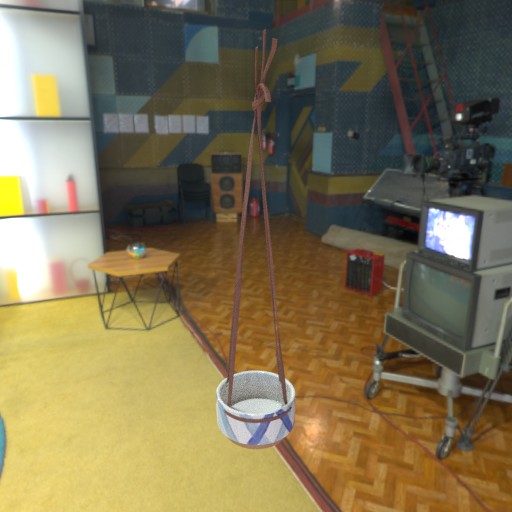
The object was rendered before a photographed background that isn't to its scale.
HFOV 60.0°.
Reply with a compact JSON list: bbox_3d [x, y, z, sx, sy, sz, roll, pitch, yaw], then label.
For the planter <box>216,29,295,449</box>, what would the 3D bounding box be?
[{"bbox_3d":[0.000,0.000,0.830,0.166,0.751,0.166,8,18,26],"label":"planter"}]
